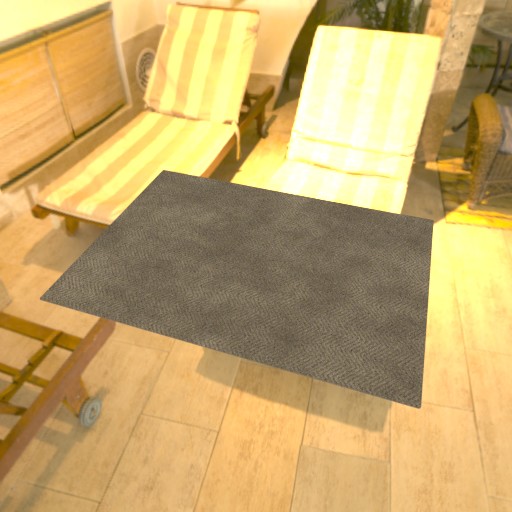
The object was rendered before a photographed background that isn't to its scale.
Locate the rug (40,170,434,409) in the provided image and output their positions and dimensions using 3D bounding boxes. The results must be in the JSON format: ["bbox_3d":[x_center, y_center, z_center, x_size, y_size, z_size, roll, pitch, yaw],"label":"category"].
[{"bbox_3d":[0.000,0.000,2.984,2.235,0.008,1.600,13,43,14],"label":"rug"}]
